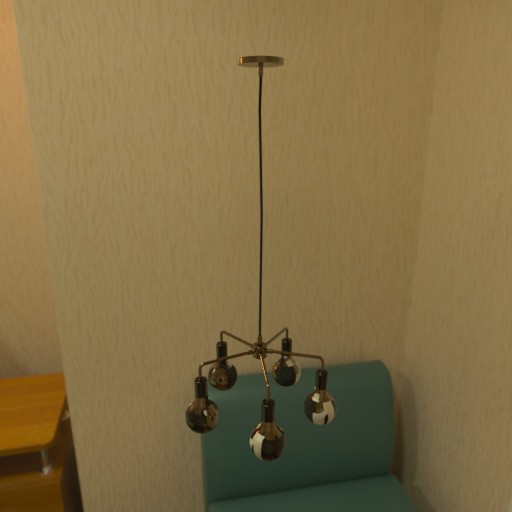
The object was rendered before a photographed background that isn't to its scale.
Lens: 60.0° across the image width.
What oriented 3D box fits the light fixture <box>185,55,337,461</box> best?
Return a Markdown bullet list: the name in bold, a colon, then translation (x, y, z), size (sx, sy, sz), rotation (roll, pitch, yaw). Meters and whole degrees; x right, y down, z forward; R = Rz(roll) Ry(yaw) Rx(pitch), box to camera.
- **light fixture**: translation (0.000, 0.000, 1.211), size (0.438, 0.988, 0.421), rotation (-15, 22, -40)
